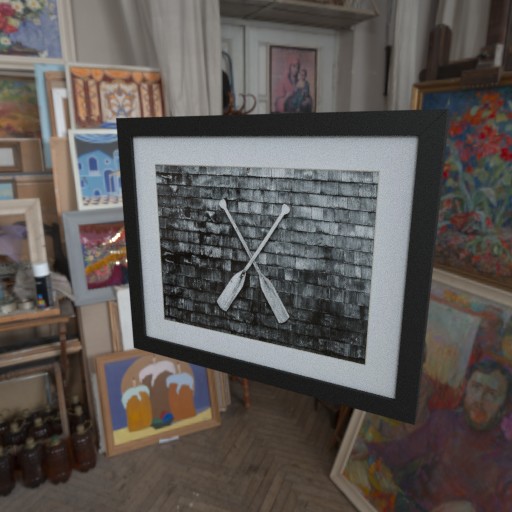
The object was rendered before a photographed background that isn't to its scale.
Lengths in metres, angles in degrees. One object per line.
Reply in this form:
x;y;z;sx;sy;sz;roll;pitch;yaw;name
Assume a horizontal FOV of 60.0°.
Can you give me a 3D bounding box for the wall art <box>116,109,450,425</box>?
0.000;0.000;0.751;0.558;0.457;0.029;8;17;26;wall art
